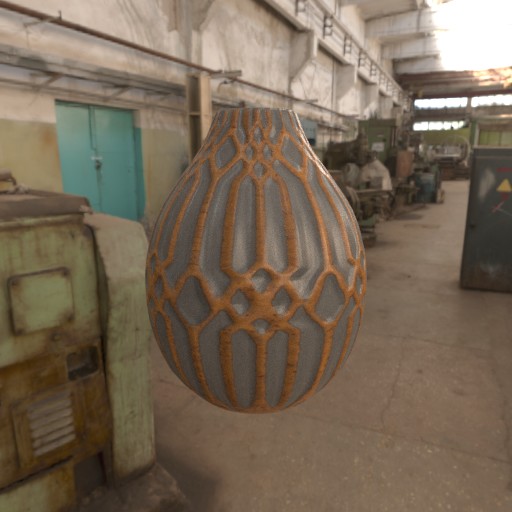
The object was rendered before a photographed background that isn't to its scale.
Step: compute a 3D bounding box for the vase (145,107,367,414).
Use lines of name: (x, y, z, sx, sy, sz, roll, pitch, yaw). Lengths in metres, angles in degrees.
vase: (0.000, 0.000, 0.140, 0.069, 0.088, 0.069, 0, 13, 0)
